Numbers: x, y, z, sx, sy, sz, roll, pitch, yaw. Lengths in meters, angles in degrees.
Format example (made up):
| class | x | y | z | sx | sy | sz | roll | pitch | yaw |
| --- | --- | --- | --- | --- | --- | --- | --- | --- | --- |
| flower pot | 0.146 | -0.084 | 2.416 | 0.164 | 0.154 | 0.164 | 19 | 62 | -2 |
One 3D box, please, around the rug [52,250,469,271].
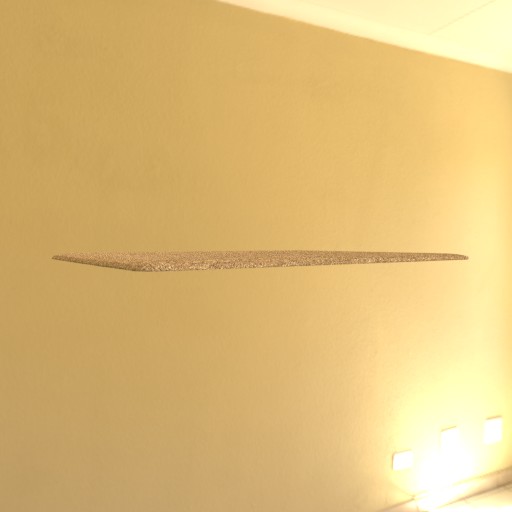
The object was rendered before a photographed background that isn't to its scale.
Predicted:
| class | x | y | z | sx | sy | sz | roll | pitch | yaw |
| --- | --- | --- | --- | --- | --- | --- | --- | --- | --- |
| rug | 0.000 | 0.000 | 3.772 | 2.873 | 0.050 | 2.242 | -1 | 2 | -35 |
